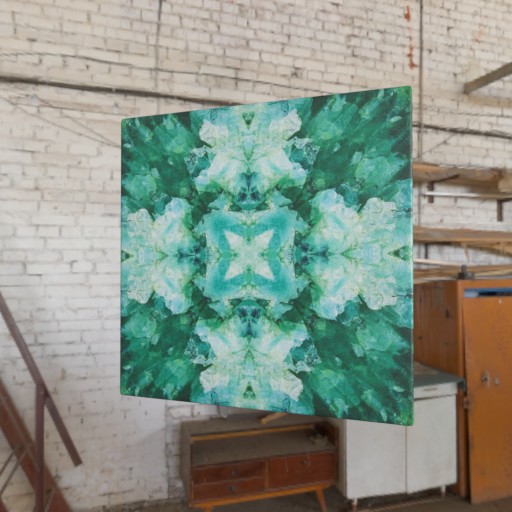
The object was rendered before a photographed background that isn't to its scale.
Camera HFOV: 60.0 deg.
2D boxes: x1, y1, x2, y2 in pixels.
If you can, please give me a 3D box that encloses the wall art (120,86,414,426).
[{"bbox_3d":[0.000,0.000,0.470,0.313,0.313,0.033,0,-1,18],"label":"wall art"}]
